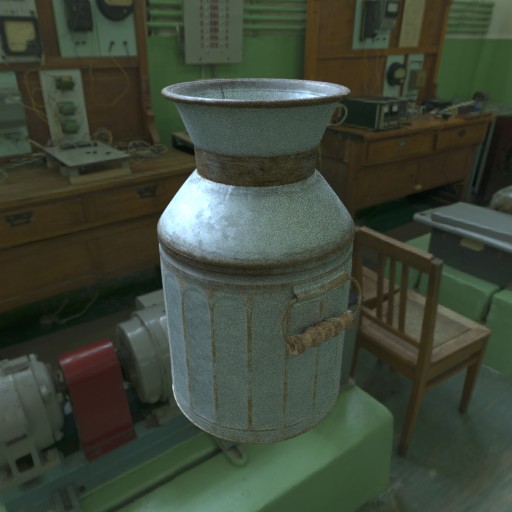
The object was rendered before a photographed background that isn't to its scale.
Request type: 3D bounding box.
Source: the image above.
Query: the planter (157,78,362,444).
[{"bbox_3d":[0.000,0.000,0.500,0.215,0.358,0.248,-19,33,-32],"label":"planter"}]
